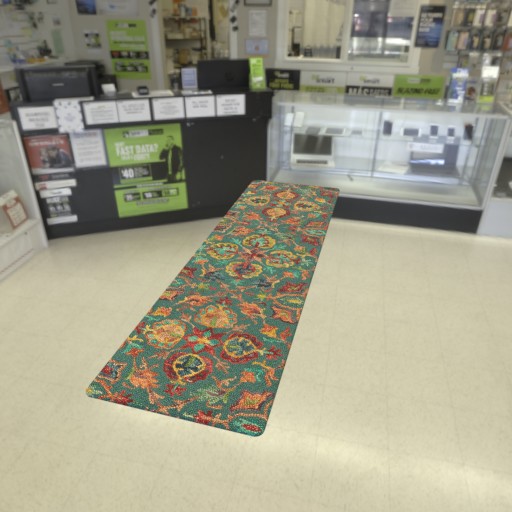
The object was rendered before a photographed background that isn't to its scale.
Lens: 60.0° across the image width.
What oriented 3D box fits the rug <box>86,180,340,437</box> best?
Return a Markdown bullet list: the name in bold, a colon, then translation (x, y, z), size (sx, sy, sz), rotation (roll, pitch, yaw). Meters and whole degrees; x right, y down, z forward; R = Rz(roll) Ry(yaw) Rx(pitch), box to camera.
- **rug**: translation (0.000, 0.000, 2.498), size (0.686, 0.013, 2.286), rotation (8, 31, 14)
